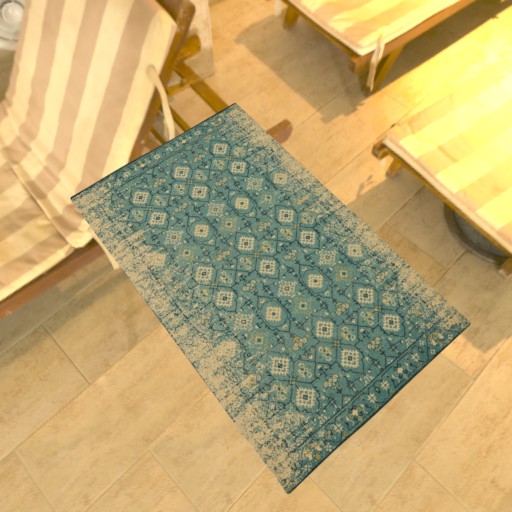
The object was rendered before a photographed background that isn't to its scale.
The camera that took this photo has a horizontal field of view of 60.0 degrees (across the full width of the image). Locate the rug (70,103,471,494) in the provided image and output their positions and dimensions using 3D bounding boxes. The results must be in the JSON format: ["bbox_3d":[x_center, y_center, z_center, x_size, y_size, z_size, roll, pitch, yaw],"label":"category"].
[{"bbox_3d":[0.000,0.000,3.005,1.530,0.015,2.449,-35,68,-17],"label":"rug"}]
